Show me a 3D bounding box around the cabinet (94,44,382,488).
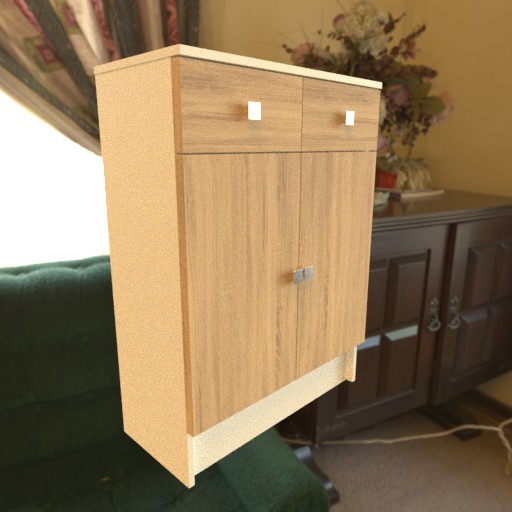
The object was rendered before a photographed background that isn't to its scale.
[{"bbox_3d":[0.000,0.000,1.068,0.600,0.815,0.296,-14,19,-43],"label":"cabinet"}]
